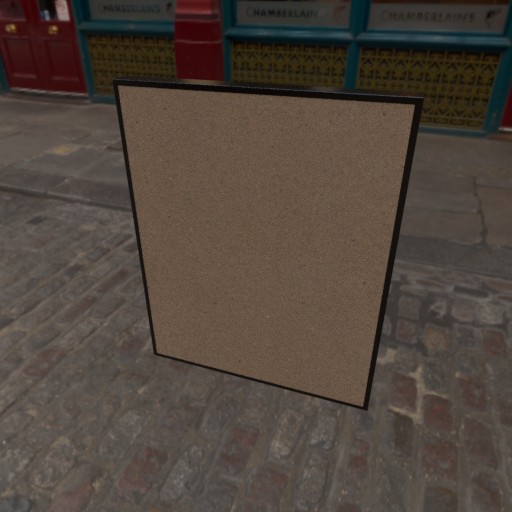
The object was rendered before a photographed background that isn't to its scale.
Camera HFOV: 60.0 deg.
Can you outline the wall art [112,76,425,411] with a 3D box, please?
[{"bbox_3d":[0.000,0.000,0.757,0.448,0.551,0.038,10,31,17],"label":"wall art"}]
